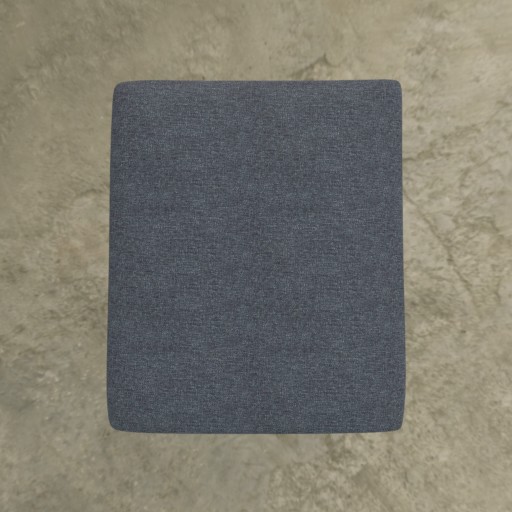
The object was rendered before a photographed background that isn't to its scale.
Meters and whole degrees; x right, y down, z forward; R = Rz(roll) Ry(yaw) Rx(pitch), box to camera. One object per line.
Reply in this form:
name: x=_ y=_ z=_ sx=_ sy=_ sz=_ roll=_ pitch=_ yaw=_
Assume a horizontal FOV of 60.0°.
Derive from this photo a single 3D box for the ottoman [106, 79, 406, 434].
ottoman: x=0.000 y=0.000 z=1.231 sx=0.695 sy=0.533 sz=0.831 roll=0 pitch=89 yaw=0
